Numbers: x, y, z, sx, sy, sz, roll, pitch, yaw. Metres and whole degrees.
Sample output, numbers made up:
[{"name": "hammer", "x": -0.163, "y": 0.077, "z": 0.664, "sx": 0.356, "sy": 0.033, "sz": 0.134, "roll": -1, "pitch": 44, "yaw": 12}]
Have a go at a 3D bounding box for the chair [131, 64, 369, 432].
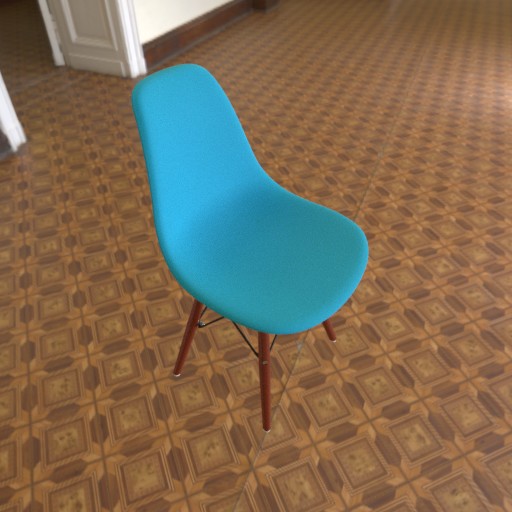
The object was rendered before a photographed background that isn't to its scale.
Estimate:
[{"name": "chair", "x": 0.000, "y": 0.000, "z": 1.143, "sx": 0.533, "sy": 0.826, "sz": 0.470, "roll": 25, "pitch": 47, "yaw": 26}]
